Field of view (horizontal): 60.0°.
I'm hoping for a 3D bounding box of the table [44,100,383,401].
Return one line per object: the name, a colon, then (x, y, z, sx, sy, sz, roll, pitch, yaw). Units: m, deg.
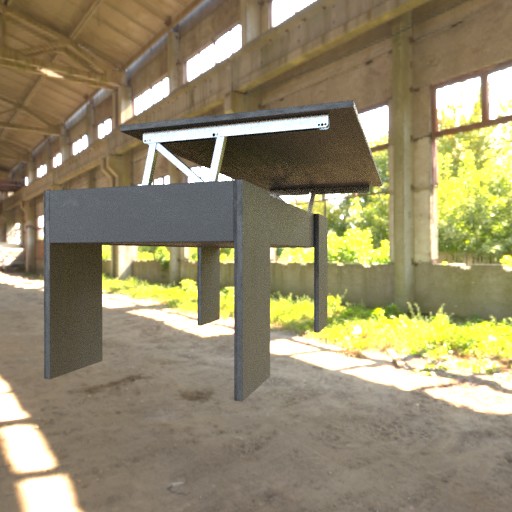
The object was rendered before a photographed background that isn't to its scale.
table: (0.000, 0.000, 1.387, 0.711, 0.570, 1.000, 0, 0, 19)
